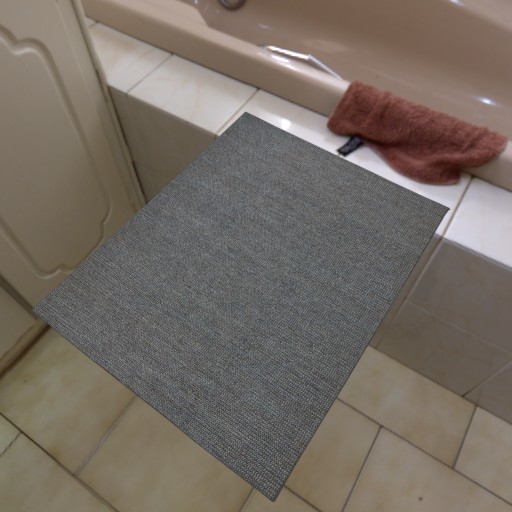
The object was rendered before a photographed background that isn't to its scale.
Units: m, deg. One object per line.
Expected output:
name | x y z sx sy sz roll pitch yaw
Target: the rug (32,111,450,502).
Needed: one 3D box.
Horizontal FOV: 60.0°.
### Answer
rug | 0.000 0.000 3.997 2.456 0.021 3.068 31 62 18
